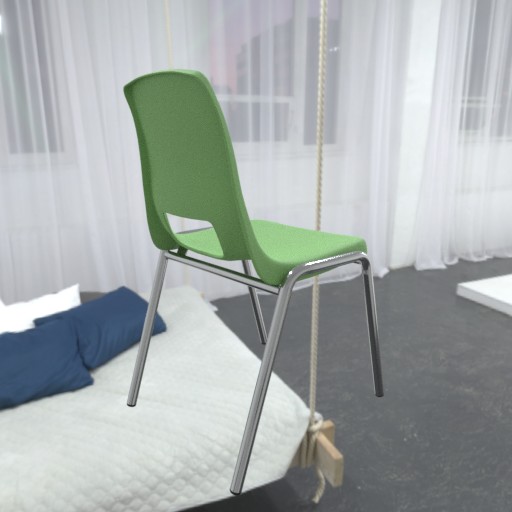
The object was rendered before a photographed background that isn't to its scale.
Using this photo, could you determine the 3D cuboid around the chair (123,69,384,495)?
[{"bbox_3d":[0.000,0.000,0.890,0.436,0.653,0.381,-14,20,-42],"label":"chair"}]
